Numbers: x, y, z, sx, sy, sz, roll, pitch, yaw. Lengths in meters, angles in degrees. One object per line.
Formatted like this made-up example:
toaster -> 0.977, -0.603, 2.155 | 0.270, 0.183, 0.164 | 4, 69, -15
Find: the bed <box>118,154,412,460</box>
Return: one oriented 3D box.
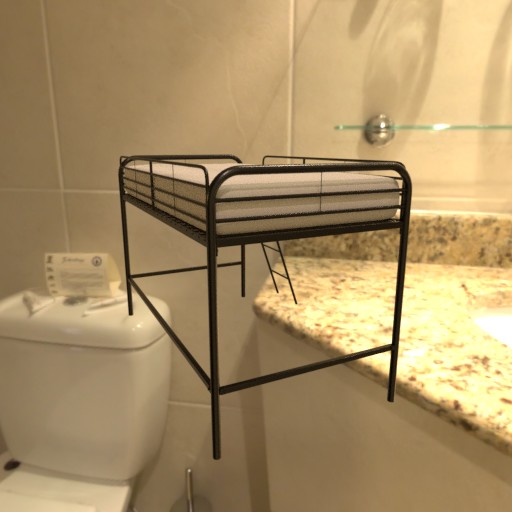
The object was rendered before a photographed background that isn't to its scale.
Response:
bed -> 0.000, 0.000, 2.969 | 1.393, 1.289, 1.968 | -7, 16, -26
